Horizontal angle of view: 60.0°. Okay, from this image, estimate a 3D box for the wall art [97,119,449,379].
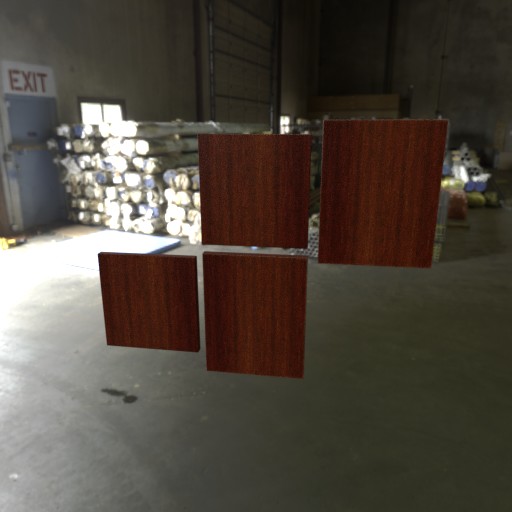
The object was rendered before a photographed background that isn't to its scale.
[{"bbox_3d":[0.000,0.000,0.847,0.635,0.497,0.030,3,17,9],"label":"wall art"}]
